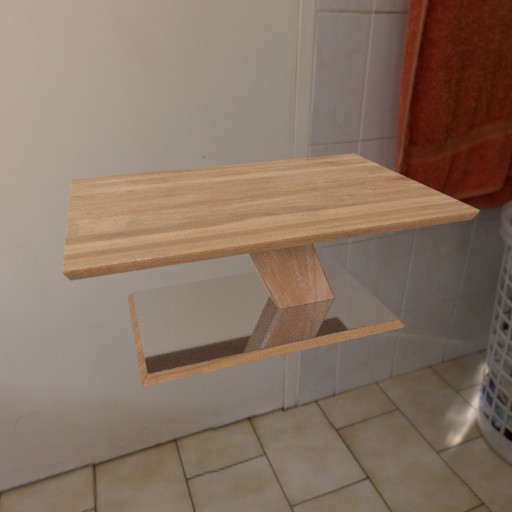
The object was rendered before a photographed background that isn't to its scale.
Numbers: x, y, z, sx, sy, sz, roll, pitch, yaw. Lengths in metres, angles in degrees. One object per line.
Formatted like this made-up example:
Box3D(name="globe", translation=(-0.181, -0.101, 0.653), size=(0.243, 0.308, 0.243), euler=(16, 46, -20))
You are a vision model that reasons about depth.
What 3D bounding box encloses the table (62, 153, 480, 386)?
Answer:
Box3D(name="table", translation=(0.000, 0.000, 1.483), size=(1.100, 0.441, 0.692), euler=(-9, 28, -17))
